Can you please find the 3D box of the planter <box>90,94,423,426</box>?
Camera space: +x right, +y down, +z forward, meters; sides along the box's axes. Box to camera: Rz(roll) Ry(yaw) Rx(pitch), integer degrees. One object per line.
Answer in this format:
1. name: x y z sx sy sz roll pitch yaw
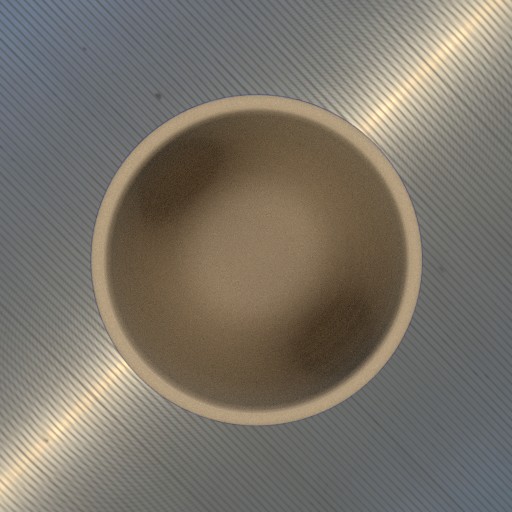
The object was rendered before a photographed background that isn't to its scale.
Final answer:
1. planter: 0.000 0.000 0.342 0.184 0.206 0.184 0 92 0
